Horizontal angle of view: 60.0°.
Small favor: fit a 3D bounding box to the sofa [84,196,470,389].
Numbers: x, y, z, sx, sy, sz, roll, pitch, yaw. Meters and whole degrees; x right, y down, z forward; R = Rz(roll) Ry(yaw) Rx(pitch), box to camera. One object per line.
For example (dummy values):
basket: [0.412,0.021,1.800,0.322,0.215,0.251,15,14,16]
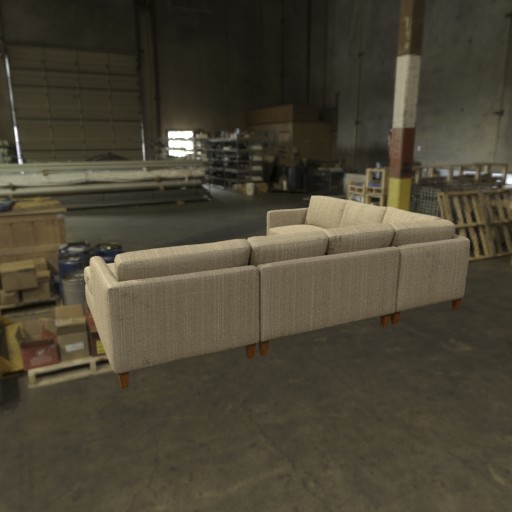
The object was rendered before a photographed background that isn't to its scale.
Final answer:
sofa: [0.000,0.000,4.743,3.460,0.961,2.594,-7,16,-26]
